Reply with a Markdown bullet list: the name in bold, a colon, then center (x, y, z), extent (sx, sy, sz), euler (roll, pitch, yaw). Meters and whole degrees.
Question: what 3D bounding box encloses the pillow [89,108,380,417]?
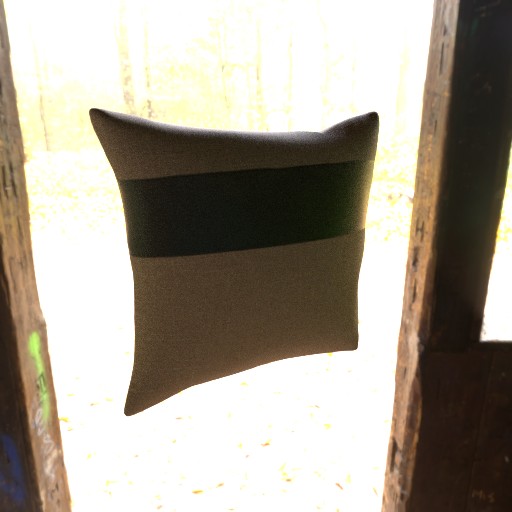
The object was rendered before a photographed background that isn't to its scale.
- **pillow**: center (0.000, 0.000, 0.634), extent (0.414, 0.399, 0.173), euler (-9, 19, -26)
